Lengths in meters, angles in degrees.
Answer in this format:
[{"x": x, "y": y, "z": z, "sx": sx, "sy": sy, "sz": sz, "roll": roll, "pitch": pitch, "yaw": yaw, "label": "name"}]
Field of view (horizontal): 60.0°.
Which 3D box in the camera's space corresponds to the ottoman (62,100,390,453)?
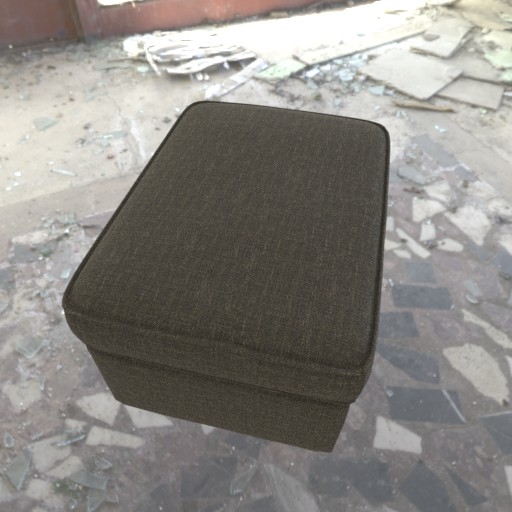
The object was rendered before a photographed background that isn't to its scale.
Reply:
[{"x": 0.000, "y": 0.000, "z": 1.075, "sx": 0.549, "sy": 0.450, "sz": 0.749, "roll": 10, "pitch": 49, "yaw": 9, "label": "ottoman"}]
